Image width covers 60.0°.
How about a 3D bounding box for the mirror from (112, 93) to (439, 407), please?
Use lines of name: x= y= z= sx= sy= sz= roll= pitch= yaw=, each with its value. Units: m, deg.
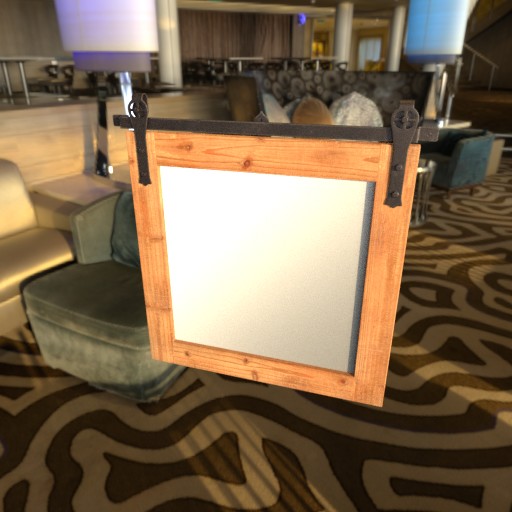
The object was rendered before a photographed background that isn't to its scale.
mirror: x=0.000 y=0.000 z=1.174 sx=0.805 sy=0.800 sz=0.054 roll=7 pitch=25 yaw=16
